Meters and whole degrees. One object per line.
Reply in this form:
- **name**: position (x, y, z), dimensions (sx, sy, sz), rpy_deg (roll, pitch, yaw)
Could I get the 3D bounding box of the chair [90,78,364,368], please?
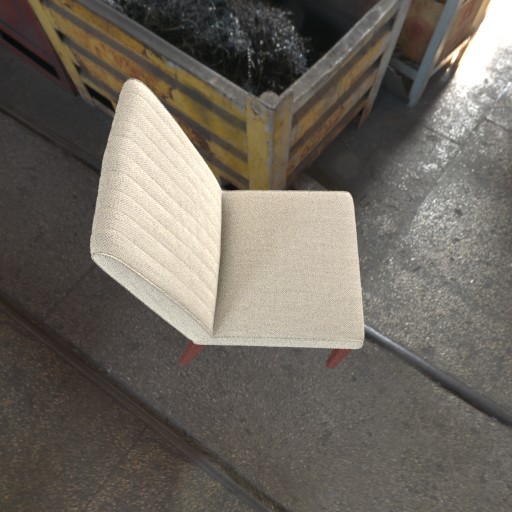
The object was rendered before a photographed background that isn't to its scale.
- **chair**: position (0.000, 0.000, 1.247), dimensions (0.594, 0.900, 0.480), rpy_deg (1, 65, 1)
